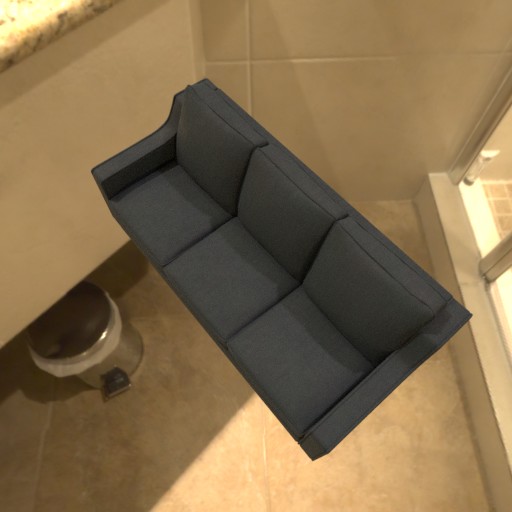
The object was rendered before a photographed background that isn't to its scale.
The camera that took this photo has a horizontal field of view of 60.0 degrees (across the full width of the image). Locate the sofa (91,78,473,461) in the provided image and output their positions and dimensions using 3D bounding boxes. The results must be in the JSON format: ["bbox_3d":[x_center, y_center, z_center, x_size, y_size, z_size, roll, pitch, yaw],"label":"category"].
[{"bbox_3d":[0.000,0.000,2.507,0.911,0.974,1.986,-37,68,-17],"label":"sofa"}]
